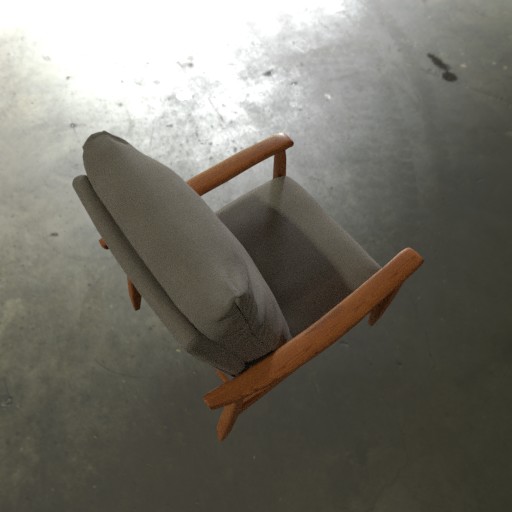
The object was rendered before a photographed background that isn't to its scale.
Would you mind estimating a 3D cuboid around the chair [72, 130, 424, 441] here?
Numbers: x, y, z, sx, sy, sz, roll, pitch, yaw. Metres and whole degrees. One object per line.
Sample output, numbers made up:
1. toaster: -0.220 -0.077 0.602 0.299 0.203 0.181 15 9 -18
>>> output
1. chair: 0.000 0.000 1.484 0.816 0.922 0.782 -32 63 -18
